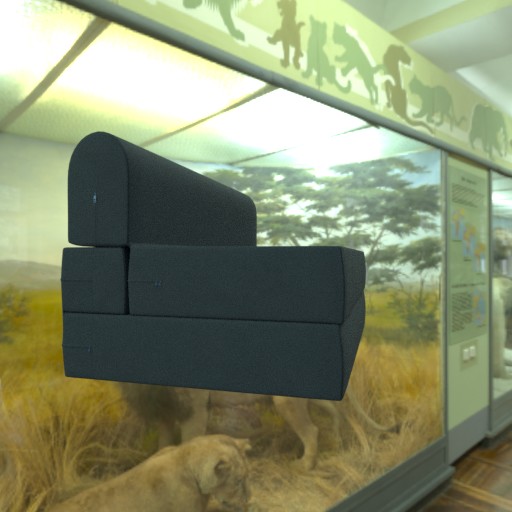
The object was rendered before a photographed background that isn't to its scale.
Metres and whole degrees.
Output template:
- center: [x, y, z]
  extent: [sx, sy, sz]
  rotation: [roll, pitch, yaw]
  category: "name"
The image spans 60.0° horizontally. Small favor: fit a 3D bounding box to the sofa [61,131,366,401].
- center: [0.000, 0.000, 1.672]
  extent: [0.762, 0.660, 1.219]
  rotation: [0, 0, 16]
  category: "sofa"
